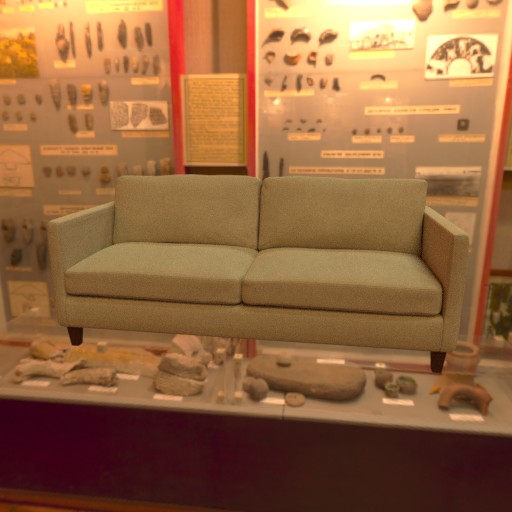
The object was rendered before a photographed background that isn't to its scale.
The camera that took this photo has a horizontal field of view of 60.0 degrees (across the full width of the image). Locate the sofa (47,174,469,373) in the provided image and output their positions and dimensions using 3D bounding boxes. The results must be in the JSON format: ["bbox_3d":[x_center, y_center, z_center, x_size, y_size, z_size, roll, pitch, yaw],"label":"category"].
[{"bbox_3d":[0.000,0.000,2.706,2.181,0.932,0.948,2,15,8],"label":"sofa"}]
